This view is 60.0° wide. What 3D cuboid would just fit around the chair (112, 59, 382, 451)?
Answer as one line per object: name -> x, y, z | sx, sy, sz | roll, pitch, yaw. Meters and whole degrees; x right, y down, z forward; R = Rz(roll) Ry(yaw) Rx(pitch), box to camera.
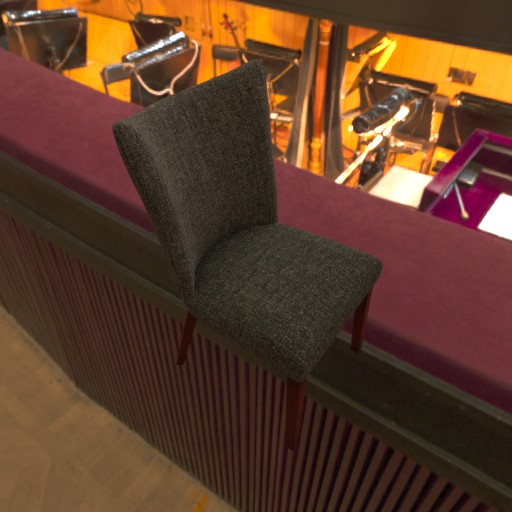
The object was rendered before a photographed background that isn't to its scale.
chair -> 0.000, 0.000, 1.310 | 0.623, 0.924, 0.535 | 25, 47, 26
